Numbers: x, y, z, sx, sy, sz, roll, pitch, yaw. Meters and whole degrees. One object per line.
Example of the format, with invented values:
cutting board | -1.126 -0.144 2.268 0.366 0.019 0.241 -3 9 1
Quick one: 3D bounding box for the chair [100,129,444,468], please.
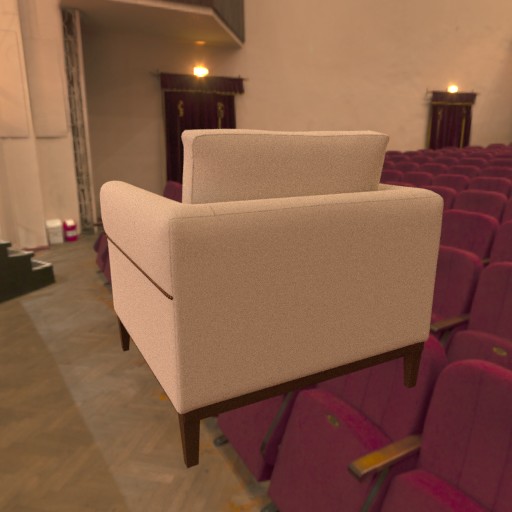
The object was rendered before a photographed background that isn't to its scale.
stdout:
chair | 0.000 0.000 1.684 0.982 0.915 0.896 -8 17 -27
